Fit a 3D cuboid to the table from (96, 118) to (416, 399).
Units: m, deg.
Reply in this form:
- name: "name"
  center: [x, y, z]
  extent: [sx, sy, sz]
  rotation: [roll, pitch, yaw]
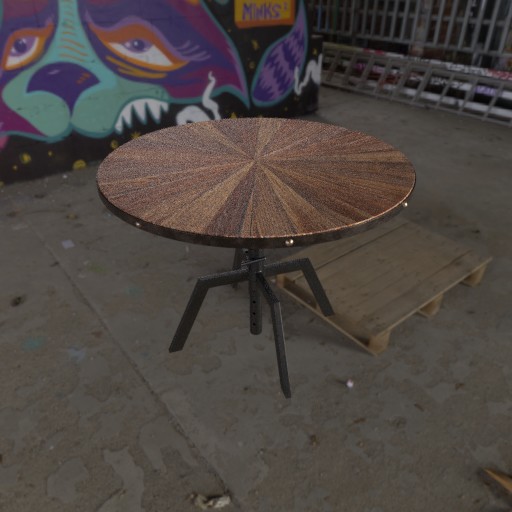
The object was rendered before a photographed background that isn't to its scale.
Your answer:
- name: "table"
  center: [0.000, 0.000, 1.454]
  extent: [0.885, 0.658, 0.885]
  rotation: [0, 33, 0]
